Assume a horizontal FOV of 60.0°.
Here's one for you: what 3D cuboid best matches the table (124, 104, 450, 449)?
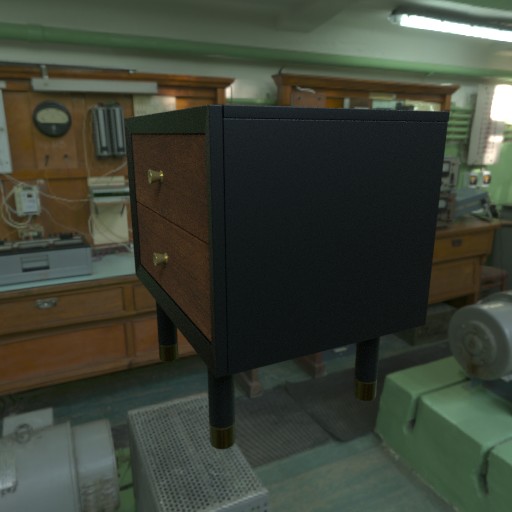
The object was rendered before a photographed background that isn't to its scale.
[{"bbox_3d":[0.000,0.000,0.965,0.441,0.584,0.564,-8,17,-26],"label":"table"}]
